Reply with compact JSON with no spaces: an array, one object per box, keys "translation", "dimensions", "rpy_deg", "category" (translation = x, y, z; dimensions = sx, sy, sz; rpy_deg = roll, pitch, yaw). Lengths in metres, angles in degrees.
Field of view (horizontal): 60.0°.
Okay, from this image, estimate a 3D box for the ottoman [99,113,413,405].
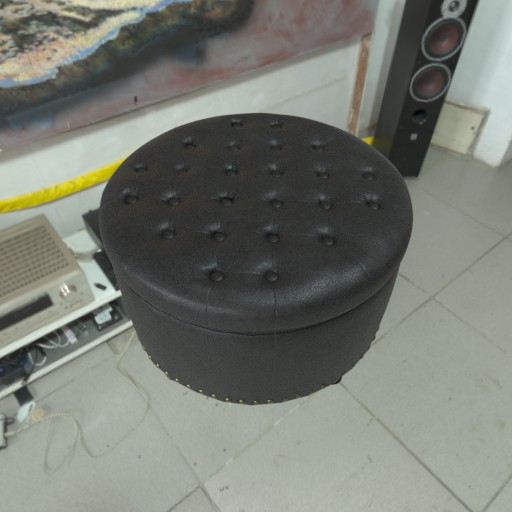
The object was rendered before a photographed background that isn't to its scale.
[{"translation":[0.000,0.000,1.054],"dimensions":[0.637,0.442,0.637],"rpy_deg":[0,46,0],"category":"ottoman"}]
